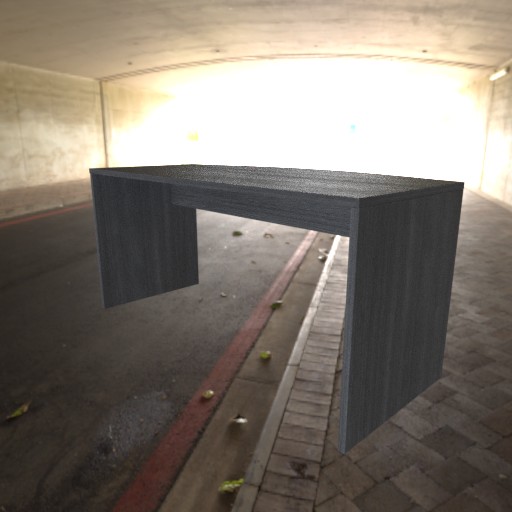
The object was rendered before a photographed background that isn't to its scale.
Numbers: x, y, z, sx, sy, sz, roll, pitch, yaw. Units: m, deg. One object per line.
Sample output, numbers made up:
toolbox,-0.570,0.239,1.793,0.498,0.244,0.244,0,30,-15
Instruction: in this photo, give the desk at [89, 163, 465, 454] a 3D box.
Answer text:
desk,0.000,0.000,2.029,0.802,0.750,1.600,-14,20,-42
